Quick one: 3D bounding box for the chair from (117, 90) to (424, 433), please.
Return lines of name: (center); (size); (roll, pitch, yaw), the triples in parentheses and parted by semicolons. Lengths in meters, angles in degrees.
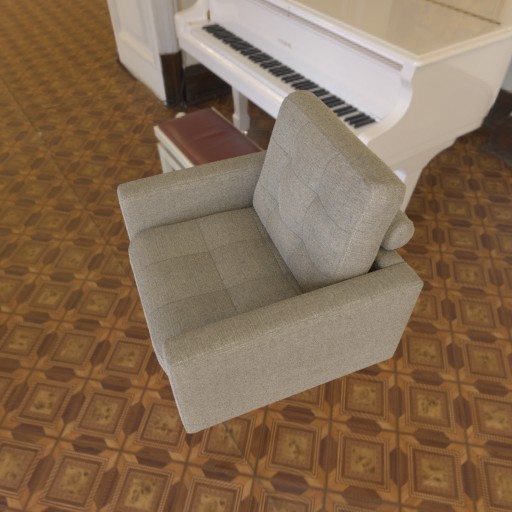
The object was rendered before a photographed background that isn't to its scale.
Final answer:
chair: (0.000, 0.000, 1.569); (0.843, 0.880, 0.821); (-16, 49, -15)
